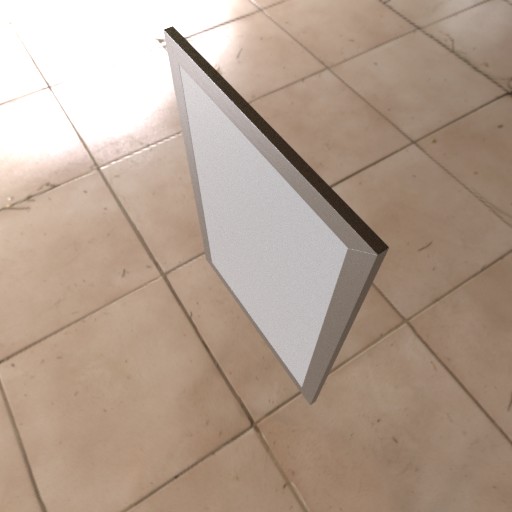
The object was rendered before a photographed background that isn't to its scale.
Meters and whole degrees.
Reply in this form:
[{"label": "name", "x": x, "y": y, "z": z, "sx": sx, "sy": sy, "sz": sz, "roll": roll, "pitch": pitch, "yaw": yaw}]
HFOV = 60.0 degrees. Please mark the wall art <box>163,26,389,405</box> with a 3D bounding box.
[{"label": "wall art", "x": 0.000, "y": 0.000, "z": 0.670, "sx": 0.013, "sy": 0.529, "sz": 0.376, "roll": -30, "pitch": 63, "yaw": -17}]
